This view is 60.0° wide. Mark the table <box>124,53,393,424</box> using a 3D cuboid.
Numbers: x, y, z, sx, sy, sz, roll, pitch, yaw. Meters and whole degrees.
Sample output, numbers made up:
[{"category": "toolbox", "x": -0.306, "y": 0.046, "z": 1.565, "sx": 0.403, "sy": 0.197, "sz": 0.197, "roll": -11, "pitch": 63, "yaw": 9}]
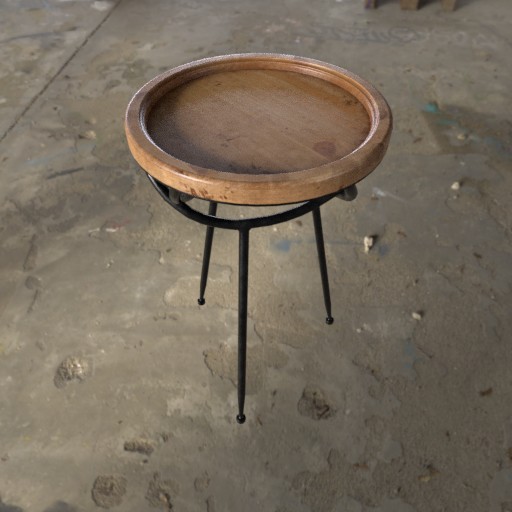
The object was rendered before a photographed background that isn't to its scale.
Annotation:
[{"category": "table", "x": 0.000, "y": 0.000, "z": 0.921, "sx": 0.414, "sy": 0.664, "sz": 0.418, "roll": 17, "pitch": 48, "yaw": 16}]
